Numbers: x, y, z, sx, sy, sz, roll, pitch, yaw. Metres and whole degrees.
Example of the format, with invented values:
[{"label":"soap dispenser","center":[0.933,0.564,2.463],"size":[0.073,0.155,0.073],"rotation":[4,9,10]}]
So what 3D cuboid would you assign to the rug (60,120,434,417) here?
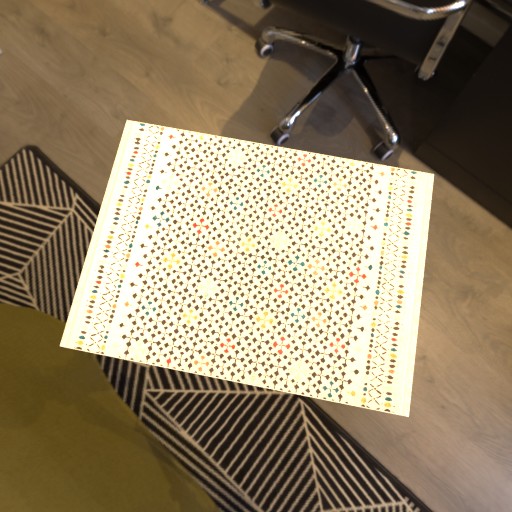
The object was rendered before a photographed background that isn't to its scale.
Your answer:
[{"label":"rug","center":[0.000,0.000,2.073],"size":[1.556,0.006,1.146],"rotation":[11,76,3]}]
